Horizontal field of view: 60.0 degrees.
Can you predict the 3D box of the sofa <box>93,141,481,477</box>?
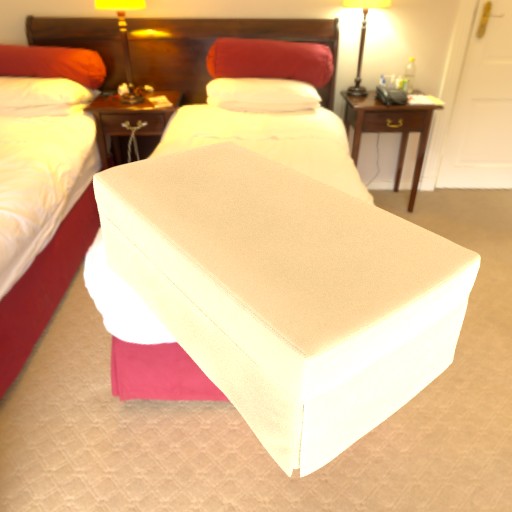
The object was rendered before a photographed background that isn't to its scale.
[{"bbox_3d":[0.000,0.000,2.065,0.939,0.552,1.677,-22,39,-31],"label":"sofa"}]
